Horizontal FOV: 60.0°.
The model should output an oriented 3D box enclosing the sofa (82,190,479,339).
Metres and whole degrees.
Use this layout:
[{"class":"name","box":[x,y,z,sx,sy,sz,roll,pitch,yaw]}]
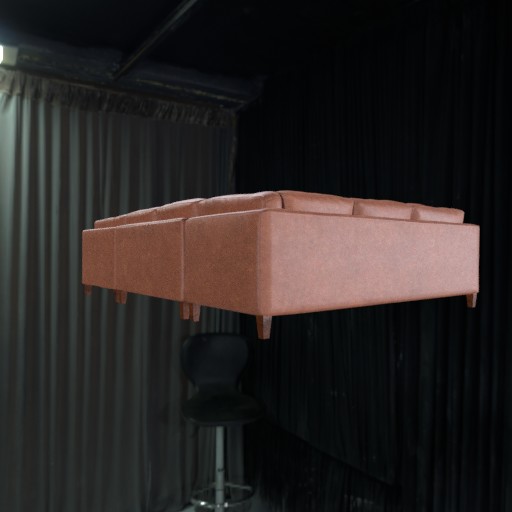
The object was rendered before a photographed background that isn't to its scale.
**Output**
[{"class":"sofa","box":[0.000,0.000,4.632,2.593,0.923,3.460,0,1,-37]}]
